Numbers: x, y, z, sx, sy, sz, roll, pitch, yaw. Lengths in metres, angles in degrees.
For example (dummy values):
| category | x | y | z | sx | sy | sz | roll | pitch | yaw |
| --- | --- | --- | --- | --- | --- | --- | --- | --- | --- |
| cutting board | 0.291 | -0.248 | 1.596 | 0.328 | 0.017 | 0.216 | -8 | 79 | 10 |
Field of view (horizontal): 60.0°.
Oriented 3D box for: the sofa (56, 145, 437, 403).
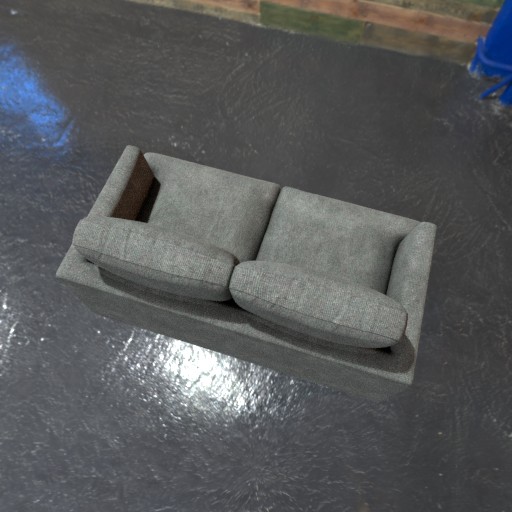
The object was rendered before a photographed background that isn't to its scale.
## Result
| category | x | y | z | sx | sy | sz | roll | pitch | yaw |
| --- | --- | --- | --- | --- | --- | --- | --- | --- | --- |
| sofa | 0.000 | 0.000 | 2.182 | 1.582 | 0.956 | 0.903 | 16 | 65 | 7 |
